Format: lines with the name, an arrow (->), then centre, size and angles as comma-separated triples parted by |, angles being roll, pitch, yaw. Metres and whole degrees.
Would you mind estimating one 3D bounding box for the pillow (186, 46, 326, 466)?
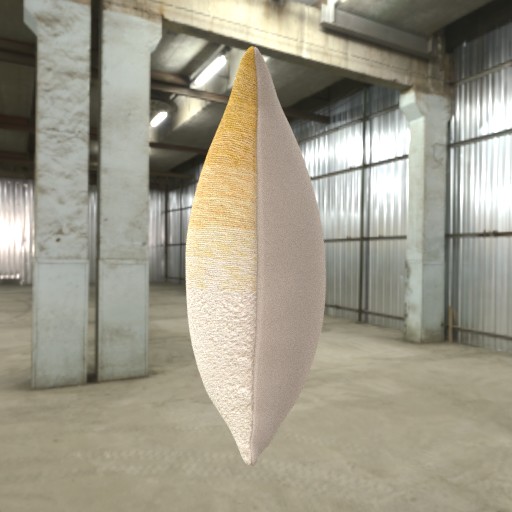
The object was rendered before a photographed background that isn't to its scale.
pillow -> 0.000, 0.000, 0.687 | 0.211, 0.450, 0.450 | 0, 0, 0
